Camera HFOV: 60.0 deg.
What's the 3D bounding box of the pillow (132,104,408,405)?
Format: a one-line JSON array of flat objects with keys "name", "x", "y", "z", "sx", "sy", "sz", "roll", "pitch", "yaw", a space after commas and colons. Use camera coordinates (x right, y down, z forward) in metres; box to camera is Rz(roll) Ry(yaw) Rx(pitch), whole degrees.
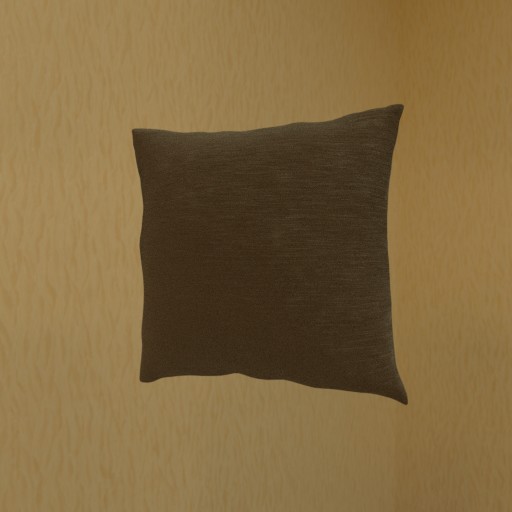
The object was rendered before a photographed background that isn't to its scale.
[{"name": "pillow", "x": 0.000, "y": 0.000, "z": 0.694, "sx": 0.452, "sy": 0.439, "sz": 0.204, "roll": 0, "pitch": 1, "yaw": 18}]
